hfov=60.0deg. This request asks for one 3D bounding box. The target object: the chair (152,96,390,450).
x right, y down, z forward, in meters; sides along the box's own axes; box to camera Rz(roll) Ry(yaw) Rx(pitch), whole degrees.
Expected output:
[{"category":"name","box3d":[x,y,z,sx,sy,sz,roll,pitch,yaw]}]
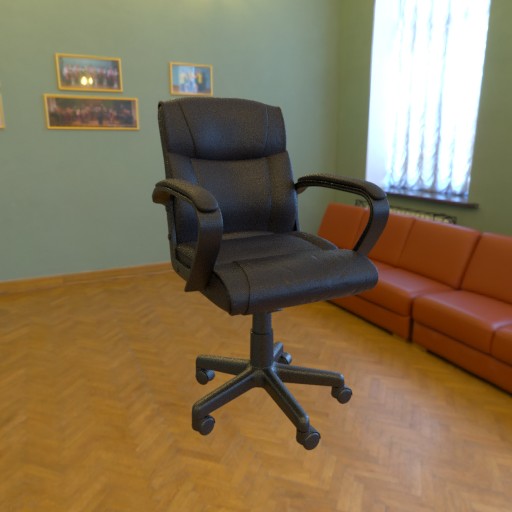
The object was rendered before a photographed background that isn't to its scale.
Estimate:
[{"category":"chair","box3d":[0.000,0.000,1.402,0.576,0.998,0.641,-7,16,-26]}]
